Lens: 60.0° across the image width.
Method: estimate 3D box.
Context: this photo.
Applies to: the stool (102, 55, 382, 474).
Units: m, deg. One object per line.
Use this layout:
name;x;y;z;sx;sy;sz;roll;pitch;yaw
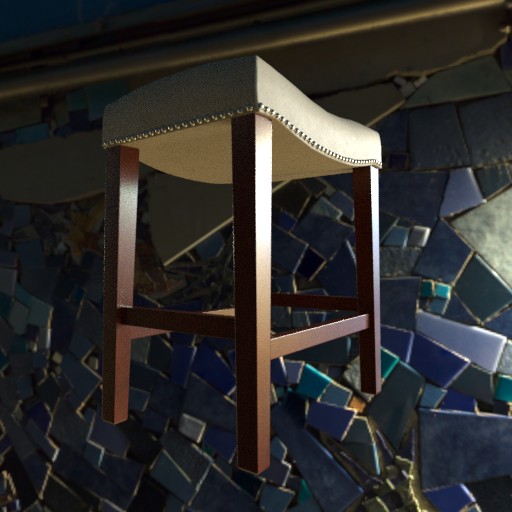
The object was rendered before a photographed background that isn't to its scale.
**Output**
stool;0.000;0.000;0.943;0.375;0.632;0.509;0;-1;36
